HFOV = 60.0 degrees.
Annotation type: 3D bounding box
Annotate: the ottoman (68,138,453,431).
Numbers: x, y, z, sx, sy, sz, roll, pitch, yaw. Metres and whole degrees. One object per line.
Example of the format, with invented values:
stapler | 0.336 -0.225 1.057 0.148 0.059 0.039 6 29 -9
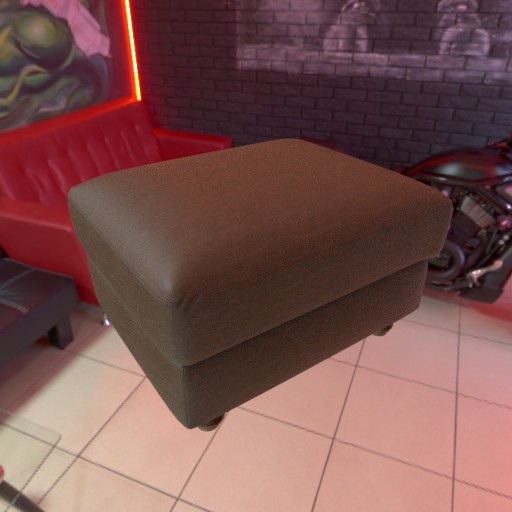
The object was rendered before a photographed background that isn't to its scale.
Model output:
ottoman | 0.000 0.000 1.195 0.787 0.508 0.635 -19 35 -30
